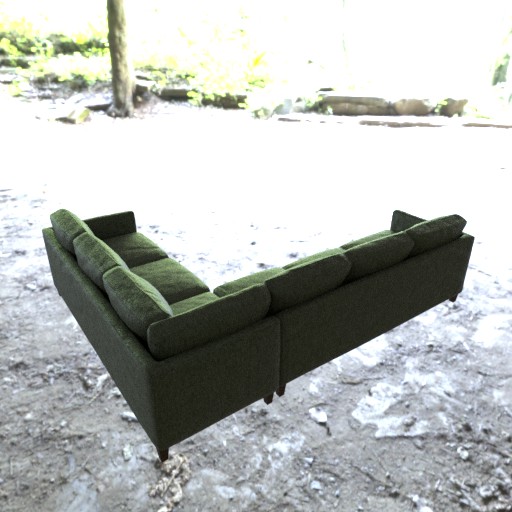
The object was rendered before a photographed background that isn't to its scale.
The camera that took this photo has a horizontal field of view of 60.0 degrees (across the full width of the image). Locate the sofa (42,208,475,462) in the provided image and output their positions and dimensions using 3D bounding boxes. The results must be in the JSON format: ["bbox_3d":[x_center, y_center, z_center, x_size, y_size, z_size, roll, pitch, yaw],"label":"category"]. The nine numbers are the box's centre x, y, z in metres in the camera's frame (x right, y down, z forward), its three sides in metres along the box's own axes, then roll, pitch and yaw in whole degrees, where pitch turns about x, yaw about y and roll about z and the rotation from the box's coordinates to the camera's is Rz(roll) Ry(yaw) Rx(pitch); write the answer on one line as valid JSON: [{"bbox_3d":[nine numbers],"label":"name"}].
[{"bbox_3d":[0.000,0.000,4.304,3.302,0.947,2.593,-18,32,-32],"label":"sofa"}]
